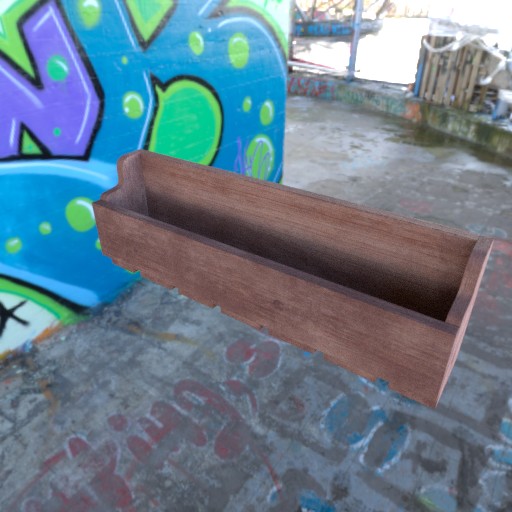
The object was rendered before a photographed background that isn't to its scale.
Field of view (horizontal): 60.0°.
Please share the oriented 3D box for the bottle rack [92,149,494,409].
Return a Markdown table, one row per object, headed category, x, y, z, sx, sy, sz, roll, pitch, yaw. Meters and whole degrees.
| category | x | y | z | sx | sy | sz | roll | pitch | yaw |
| --- | --- | --- | --- | --- | --- | --- | --- | --- | --- |
| bottle rack | 0.000 | 0.000 | 0.685 | 0.608 | 0.196 | 0.126 | 20 | 36 | 29 |
